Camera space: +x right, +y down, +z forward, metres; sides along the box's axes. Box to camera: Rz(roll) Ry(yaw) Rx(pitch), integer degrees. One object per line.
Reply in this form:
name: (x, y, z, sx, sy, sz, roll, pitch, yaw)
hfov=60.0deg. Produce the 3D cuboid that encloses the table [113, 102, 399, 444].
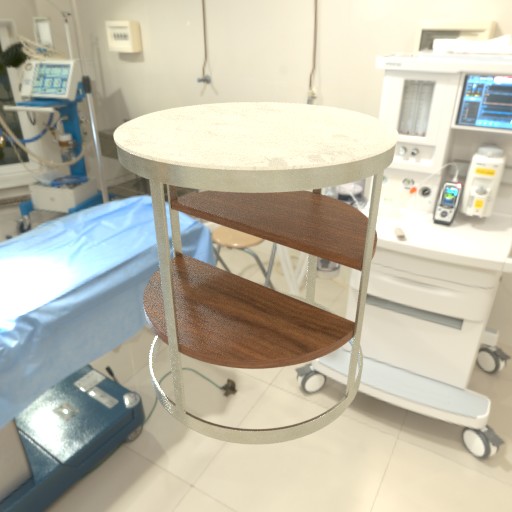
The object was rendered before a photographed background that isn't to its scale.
table: (0.000, 0.000, 0.759, 0.407, 0.447, 0.407, 0, 28, 0)
